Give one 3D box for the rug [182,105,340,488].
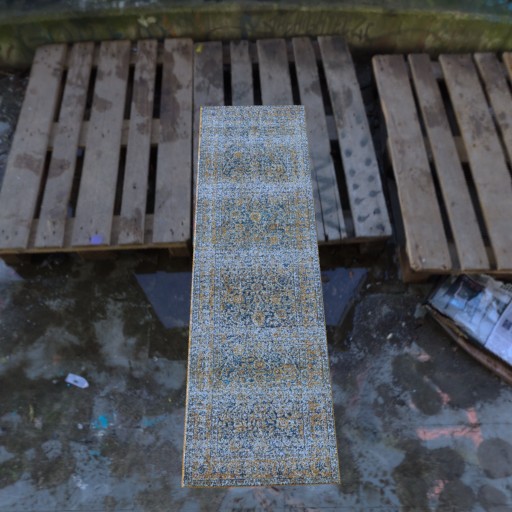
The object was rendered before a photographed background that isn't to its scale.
[{"bbox_3d":[0.000,0.000,2.485,0.704,0.014,2.294,-1,63,-1],"label":"rug"}]
